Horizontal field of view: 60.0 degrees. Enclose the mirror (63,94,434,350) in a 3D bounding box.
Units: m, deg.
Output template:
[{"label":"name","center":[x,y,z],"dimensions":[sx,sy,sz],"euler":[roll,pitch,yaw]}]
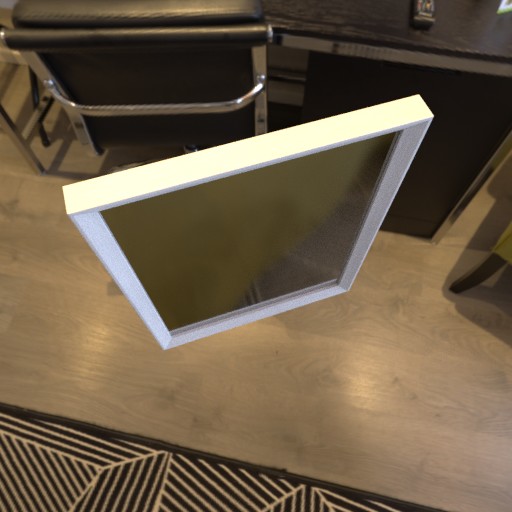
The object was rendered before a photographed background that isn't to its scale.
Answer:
[{"label":"mirror","center":[0.000,0.000,0.700],"dimensions":[0.406,0.509,0.041],"euler":[-17,64,-8]}]
